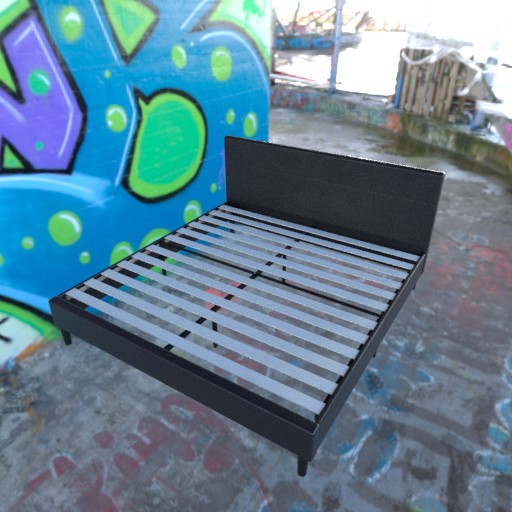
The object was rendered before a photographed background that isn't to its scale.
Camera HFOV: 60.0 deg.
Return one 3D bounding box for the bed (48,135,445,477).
[{"bbox_3d":[0.000,0.000,3.278,2.018,1.046,2.152,18,34,28],"label":"bed"}]
